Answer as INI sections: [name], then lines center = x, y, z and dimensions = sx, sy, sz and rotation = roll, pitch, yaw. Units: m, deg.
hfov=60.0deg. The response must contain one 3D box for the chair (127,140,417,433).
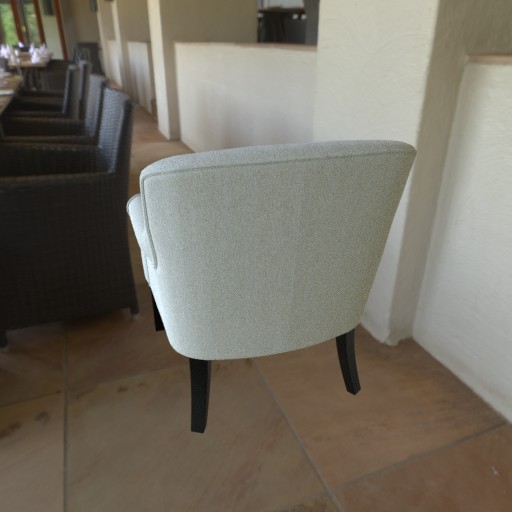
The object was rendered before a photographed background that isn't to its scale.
[chair]
center = 0.000, 0.000, 1.486
dimensions = 0.781, 0.875, 0.750
rotation = -8, 27, -16
